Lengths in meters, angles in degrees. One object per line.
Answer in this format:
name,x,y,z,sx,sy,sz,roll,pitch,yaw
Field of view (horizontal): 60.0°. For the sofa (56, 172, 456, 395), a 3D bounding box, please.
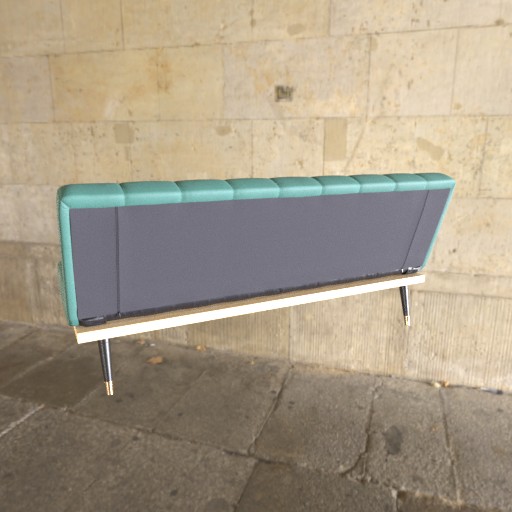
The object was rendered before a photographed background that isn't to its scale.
sofa,0.000,0.000,2.230,1.810,0.820,0.830,-7,15,-26
